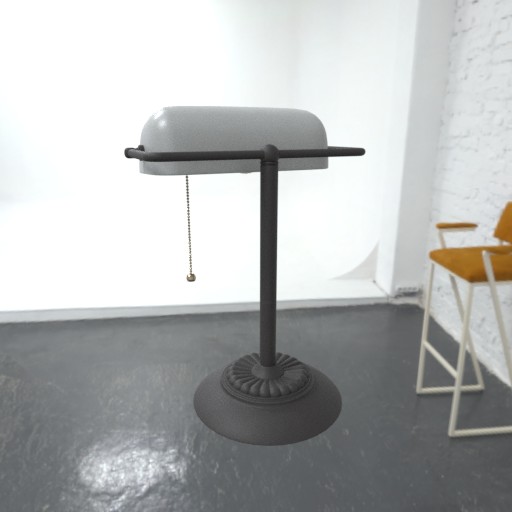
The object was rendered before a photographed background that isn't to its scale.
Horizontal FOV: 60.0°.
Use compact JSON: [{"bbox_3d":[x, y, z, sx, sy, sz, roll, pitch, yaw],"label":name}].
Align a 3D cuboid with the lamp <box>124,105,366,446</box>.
[{"bbox_3d":[0.000,0.000,0.523,0.264,0.339,0.243,-7,17,-25],"label":"lamp"}]
